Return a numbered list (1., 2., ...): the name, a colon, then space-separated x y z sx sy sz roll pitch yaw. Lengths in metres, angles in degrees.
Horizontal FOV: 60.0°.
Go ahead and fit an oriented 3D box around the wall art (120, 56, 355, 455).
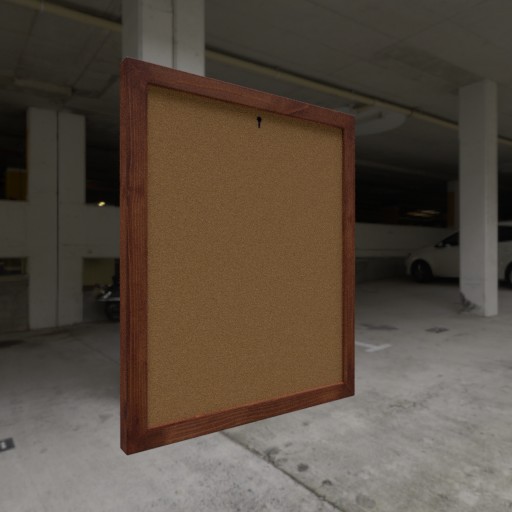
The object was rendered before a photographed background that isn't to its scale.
1. wall art: 0.000 0.000 0.763 0.462 0.558 0.030 0 0 -35
